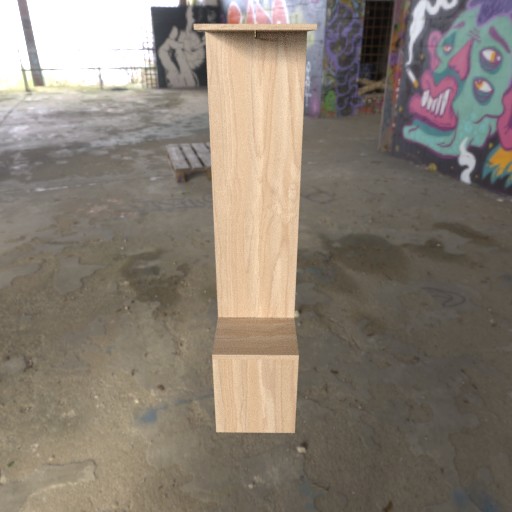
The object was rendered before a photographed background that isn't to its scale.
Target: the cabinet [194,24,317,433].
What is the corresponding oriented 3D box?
[{"bbox_3d":[0.000,0.000,2.034,0.411,1.879,0.338,0,26,1],"label":"cabinet"}]
